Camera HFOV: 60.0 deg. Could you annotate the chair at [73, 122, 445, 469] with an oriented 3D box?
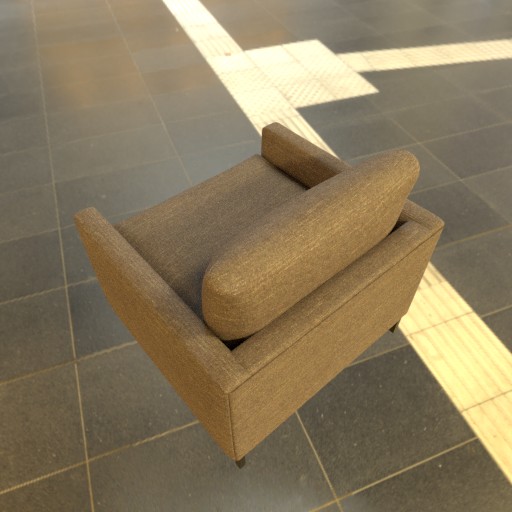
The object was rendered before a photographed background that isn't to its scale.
[{"bbox_3d":[0.000,0.000,1.581,0.940,0.841,0.845,-32,55,-26],"label":"chair"}]
